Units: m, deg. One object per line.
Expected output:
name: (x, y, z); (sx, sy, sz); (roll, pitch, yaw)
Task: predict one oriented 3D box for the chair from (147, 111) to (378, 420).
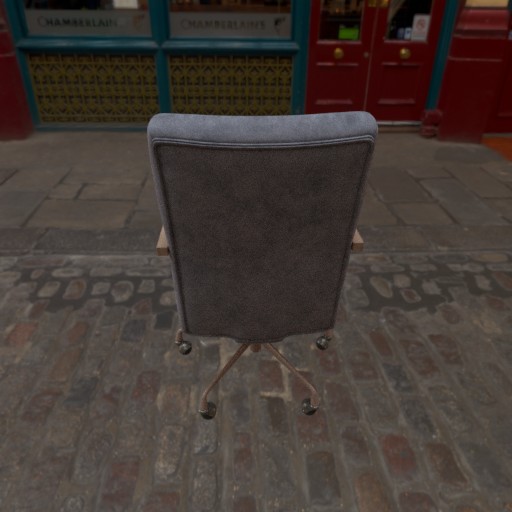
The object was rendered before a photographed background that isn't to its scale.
chair: (0.000, 0.000, 1.458); (0.640, 1.029, 0.741); (-1, 29, -3)
